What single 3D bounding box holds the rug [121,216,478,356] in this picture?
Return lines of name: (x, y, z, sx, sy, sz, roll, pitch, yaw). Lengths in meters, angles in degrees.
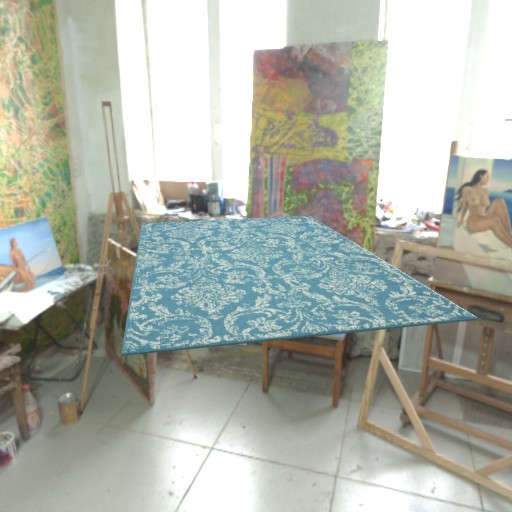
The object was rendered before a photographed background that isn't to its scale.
rug: (0.000, 0.000, 3.443, 1.816, 0.018, 2.746, -4, 17, -12)
